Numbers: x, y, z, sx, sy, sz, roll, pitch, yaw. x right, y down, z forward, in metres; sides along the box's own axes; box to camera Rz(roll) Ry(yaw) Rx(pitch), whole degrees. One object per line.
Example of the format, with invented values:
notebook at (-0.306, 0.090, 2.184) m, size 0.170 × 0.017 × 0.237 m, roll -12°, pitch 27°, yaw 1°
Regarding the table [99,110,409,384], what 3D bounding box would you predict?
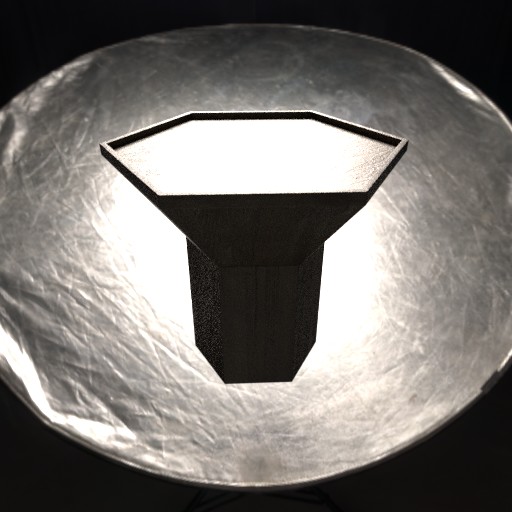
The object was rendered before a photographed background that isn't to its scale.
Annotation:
table at (0.000, 0.000, 1.127) m, size 0.683 × 0.586 × 0.592 m, roll -1°, pitch 31°, yaw -2°
